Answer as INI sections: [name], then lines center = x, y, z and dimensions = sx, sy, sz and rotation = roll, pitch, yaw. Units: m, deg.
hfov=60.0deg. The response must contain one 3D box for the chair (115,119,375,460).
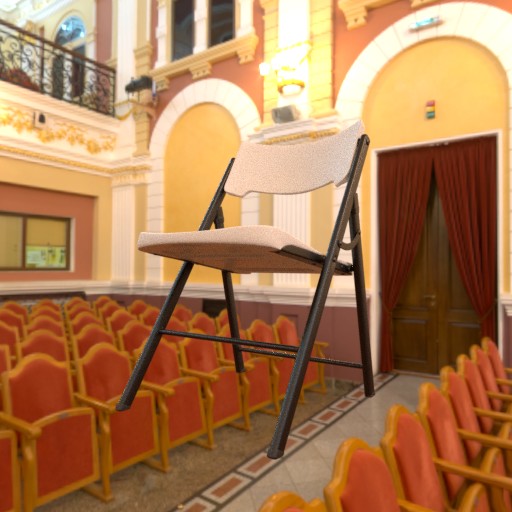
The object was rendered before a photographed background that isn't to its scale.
[chair]
center = 0.000, 0.000, 1.173
dimensions = 0.482, 0.765, 0.577
rotation = -1, -1, 36
